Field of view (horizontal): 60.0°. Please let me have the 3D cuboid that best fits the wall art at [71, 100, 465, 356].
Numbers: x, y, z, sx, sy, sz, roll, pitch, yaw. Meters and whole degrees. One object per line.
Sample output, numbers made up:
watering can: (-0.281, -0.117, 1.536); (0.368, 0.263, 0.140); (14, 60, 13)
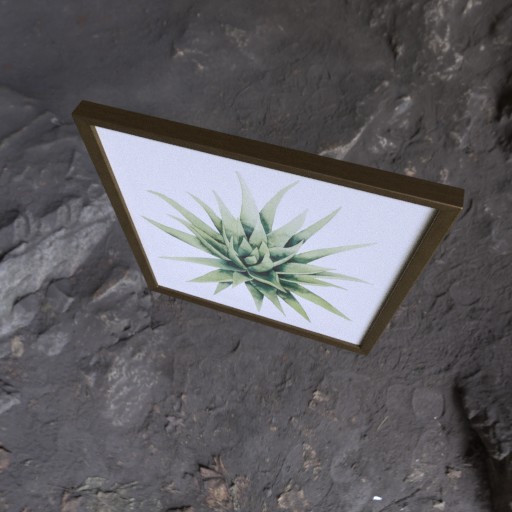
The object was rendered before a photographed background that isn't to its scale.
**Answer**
wall art: (0.000, 0.000, 0.765); (0.503, 0.506, 0.030); (16, 60, 9)
